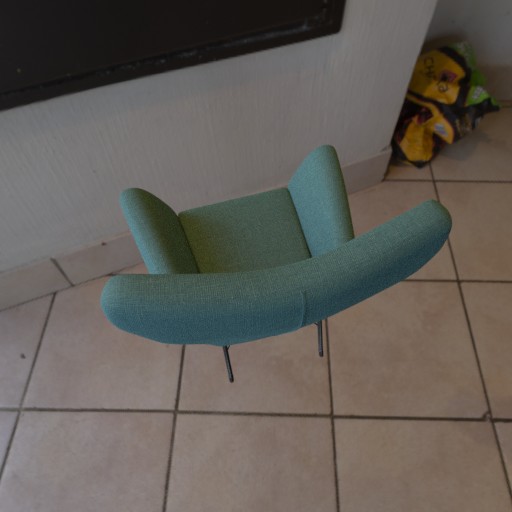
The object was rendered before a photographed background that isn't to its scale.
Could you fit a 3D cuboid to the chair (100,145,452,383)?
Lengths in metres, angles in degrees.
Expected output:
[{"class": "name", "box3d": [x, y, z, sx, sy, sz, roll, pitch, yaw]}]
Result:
[{"class": "chair", "box3d": [0.000, 0.000, 1.782, 1.050, 0.980, 0.900, -14, 59, -9]}]
